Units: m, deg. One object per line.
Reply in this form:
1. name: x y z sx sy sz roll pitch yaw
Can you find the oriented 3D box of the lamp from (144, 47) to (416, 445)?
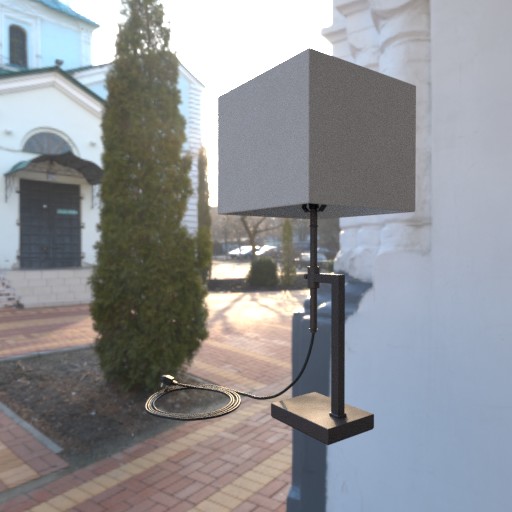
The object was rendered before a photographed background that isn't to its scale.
1. lamp: 0.000 0.000 0.948 0.399 0.660 0.504 -1 1 -36
